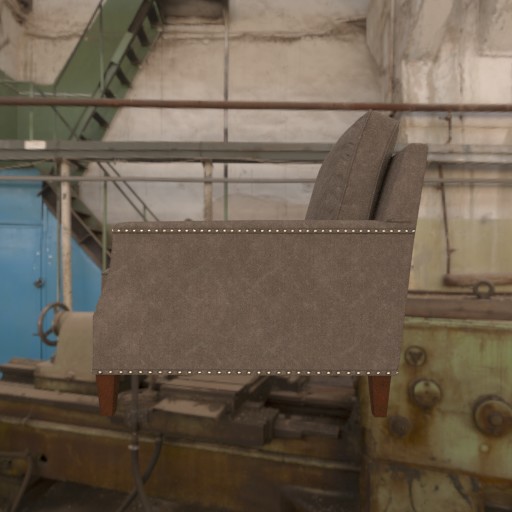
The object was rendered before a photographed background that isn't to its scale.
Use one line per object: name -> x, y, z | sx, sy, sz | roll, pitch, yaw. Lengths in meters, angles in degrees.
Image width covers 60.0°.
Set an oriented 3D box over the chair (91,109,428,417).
chair -> 0.000, 0.000, 1.709 | 1.014, 0.948, 0.853 | 0, 0, 1
